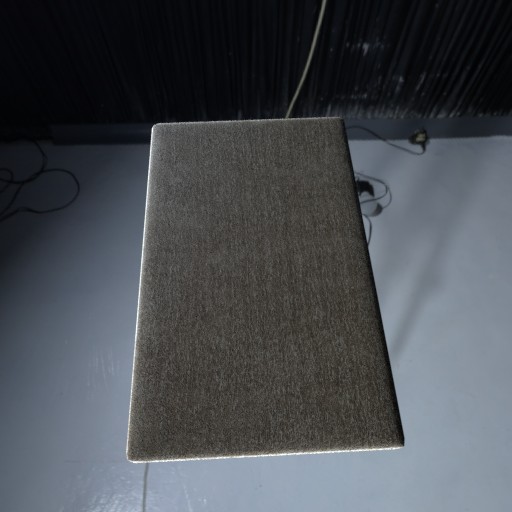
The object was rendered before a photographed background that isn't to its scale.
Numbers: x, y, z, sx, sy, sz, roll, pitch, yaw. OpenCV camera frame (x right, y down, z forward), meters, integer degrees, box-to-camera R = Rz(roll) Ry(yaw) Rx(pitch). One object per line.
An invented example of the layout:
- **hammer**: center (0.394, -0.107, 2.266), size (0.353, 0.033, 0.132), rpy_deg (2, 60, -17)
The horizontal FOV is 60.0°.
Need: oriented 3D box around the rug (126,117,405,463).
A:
- **rug**: center (0.000, 0.000, 2.995), size (1.539, 0.024, 2.469), rpy_deg (-2, 62, -1)
